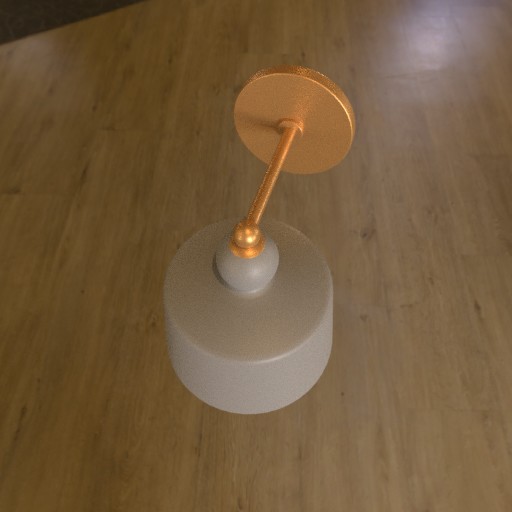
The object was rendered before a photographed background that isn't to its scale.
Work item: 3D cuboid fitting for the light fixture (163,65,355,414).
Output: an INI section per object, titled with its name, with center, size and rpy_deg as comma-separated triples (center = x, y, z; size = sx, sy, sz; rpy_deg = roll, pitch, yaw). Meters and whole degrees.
[light fixture]
center = 0.000, 0.000, 0.452
size = 0.204, 0.268, 0.254
rpy_deg = 16, 58, 10
